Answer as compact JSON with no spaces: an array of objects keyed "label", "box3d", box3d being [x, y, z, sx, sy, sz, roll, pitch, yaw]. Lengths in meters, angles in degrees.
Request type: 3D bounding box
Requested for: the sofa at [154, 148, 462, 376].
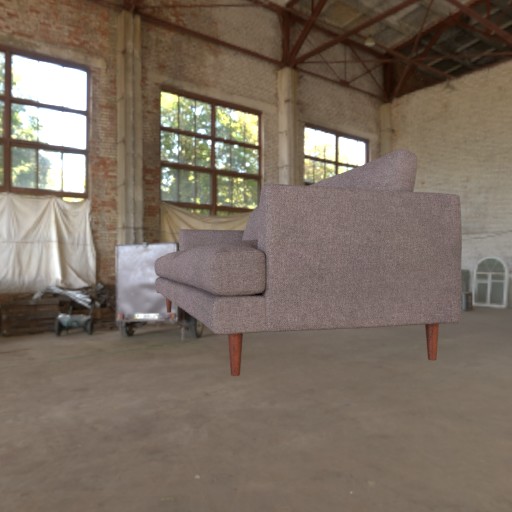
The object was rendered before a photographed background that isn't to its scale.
[{"label":"sofa","box3d":[0.000,0.000,2.660,1.020,0.868,2.250,0,-1,-17]}]
